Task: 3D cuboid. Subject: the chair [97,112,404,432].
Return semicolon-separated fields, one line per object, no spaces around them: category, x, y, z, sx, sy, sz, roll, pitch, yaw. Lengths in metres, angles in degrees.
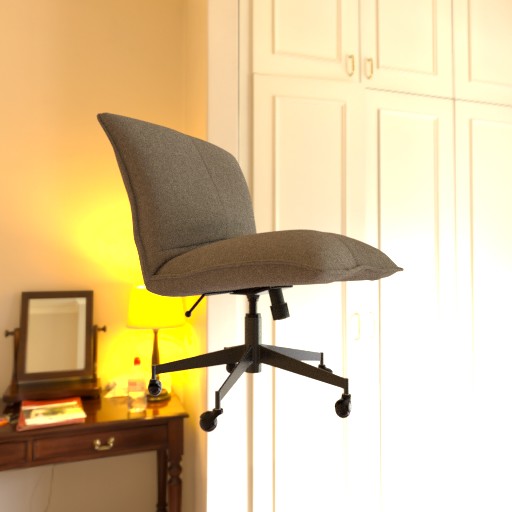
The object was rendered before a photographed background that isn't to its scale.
chair;0.000;0.000;1.270;0.696;0.811;0.597;-1;-1;35
